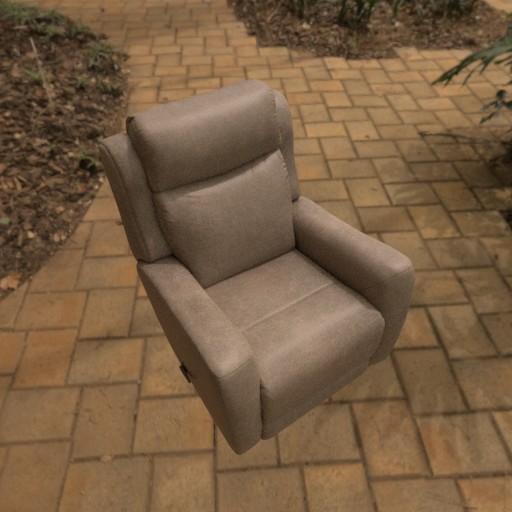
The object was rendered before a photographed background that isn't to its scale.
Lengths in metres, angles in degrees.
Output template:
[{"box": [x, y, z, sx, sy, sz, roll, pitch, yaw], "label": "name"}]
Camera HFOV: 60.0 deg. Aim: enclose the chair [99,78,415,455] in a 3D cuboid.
[{"box": [0.000, 0.000, 1.937, 0.967, 1.116, 1.068, -25, 50, -23], "label": "chair"}]
